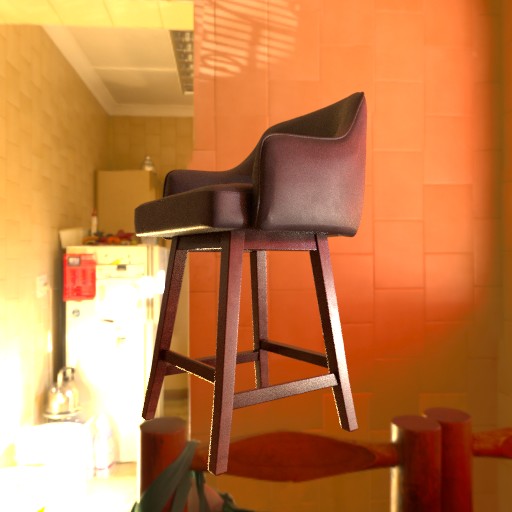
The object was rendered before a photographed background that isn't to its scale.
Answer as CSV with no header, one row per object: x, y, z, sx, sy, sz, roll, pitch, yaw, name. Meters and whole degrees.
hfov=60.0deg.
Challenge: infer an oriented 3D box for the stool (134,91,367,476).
0.000,0.000,1.255,0.560,0.936,0.550,0,0,-35,stool
